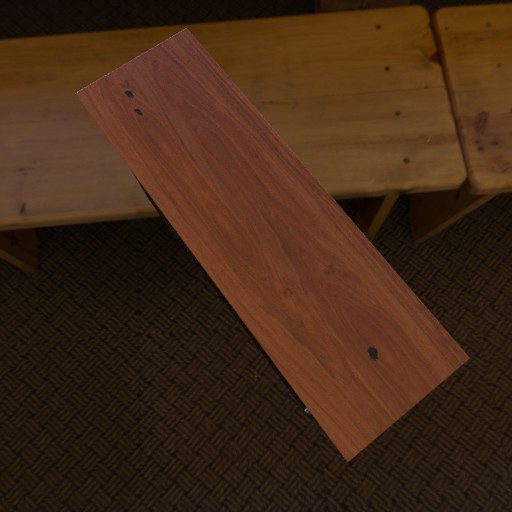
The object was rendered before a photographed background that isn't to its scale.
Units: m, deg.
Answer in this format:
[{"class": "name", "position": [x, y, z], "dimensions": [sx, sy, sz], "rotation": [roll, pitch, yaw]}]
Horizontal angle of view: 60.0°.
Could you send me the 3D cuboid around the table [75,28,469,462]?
[{"class": "table", "position": [0.000, 0.000, 1.424], "dimensions": [0.350, 0.750, 1.100], "rotation": [-36, 78, -9]}]
